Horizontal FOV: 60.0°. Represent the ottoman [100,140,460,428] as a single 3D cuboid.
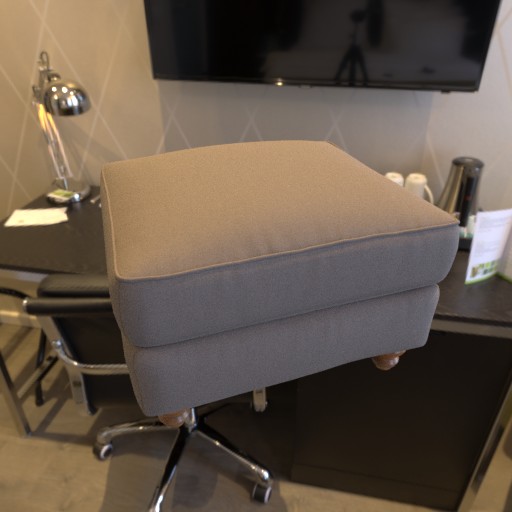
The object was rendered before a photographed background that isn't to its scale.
[{"bbox_3d":[0.000,0.000,1.156,0.721,0.505,0.662,-10,32,-16],"label":"ottoman"}]
